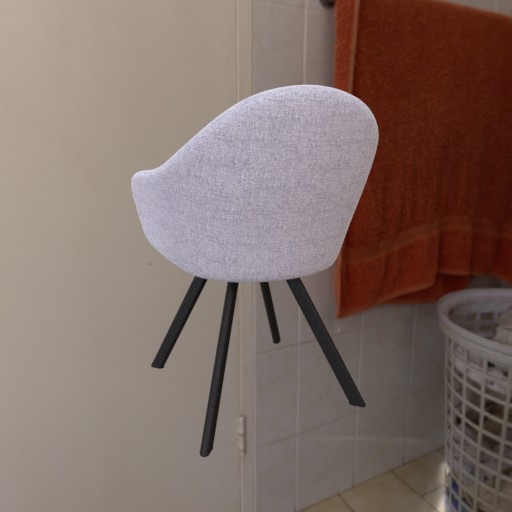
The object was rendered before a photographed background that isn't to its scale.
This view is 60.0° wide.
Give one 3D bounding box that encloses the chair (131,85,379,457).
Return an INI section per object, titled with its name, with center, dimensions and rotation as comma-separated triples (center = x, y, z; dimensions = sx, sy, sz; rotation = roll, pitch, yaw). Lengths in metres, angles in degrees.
[chair]
center = 0.000, 0.000, 1.157
dimensions = 0.540, 0.780, 0.570
rotation = -7, 15, -25
